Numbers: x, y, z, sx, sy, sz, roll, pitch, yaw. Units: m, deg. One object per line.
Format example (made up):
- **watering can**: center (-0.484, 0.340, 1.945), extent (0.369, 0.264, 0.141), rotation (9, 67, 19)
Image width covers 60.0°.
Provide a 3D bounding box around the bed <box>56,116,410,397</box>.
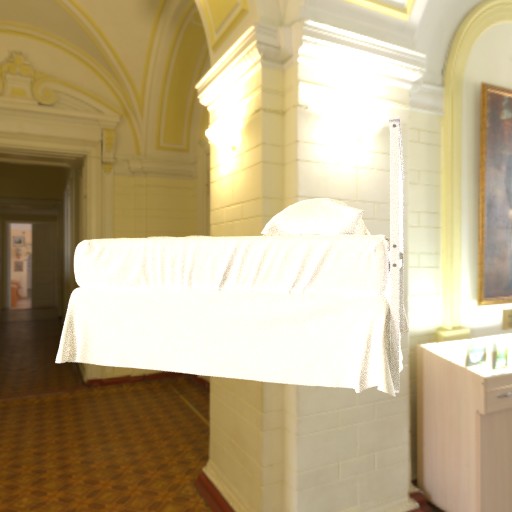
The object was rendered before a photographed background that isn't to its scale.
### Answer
- **bed**: center (0.000, 0.000, 3.114), extent (2.047, 1.269, 1.876), rotation (0, 0, 19)
